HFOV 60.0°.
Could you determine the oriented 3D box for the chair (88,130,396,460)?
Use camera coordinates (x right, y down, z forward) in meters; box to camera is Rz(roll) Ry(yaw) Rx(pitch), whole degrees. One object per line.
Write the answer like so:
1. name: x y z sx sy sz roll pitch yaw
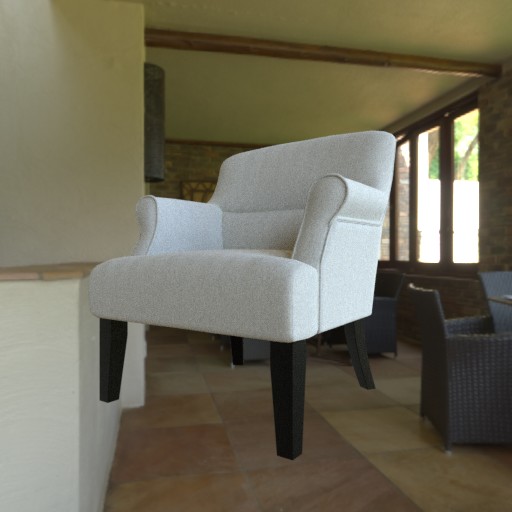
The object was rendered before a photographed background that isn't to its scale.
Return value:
1. chair: 0.000 0.000 1.421 0.781 0.875 0.750 0 0 36
